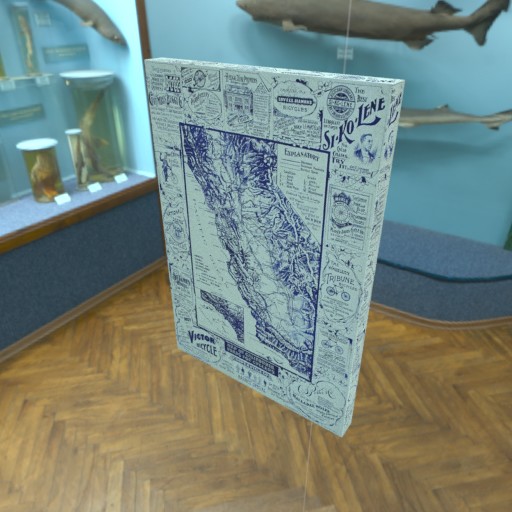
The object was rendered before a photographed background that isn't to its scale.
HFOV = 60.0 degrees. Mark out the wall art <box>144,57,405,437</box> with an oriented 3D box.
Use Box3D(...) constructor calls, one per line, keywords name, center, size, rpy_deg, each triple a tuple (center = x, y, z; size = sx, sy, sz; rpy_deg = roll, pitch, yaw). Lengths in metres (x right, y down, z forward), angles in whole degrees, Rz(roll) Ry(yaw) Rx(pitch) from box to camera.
Box3D(name="wall art", center=(0.000, 0.000, 0.478), size=(0.255, 0.376, 0.025), rpy_deg=(20, 35, 30))
